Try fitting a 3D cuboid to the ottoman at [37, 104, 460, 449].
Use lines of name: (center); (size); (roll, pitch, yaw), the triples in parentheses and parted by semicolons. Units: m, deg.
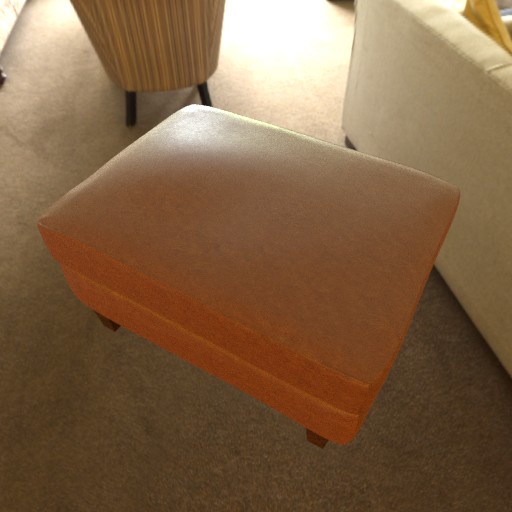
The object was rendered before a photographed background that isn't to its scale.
ottoman: (0.000, 0.000, 1.207); (0.851, 0.485, 0.650); (23, 52, 20)
